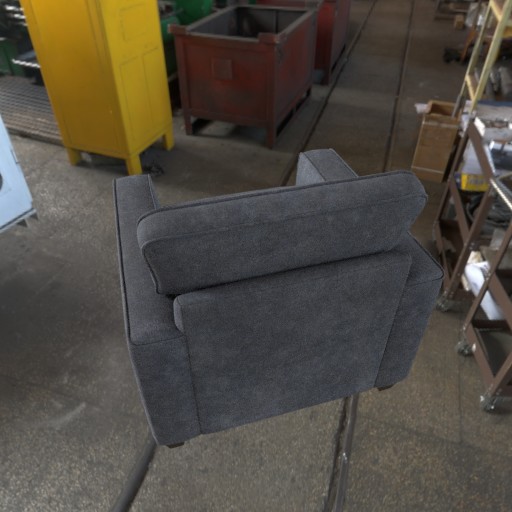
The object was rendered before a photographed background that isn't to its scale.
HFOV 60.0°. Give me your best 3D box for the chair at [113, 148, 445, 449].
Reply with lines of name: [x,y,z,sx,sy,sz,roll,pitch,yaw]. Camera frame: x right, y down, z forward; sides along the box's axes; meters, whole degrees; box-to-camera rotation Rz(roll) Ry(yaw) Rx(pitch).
chair: [0.000,0.000,1.733,1.015,0.965,0.939,-11,41,-12]
